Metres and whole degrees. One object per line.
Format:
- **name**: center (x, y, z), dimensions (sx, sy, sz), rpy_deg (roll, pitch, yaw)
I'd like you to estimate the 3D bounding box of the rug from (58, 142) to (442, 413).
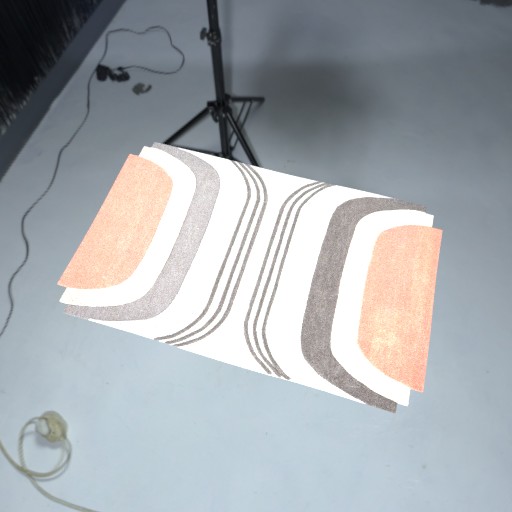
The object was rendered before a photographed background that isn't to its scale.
- **rug**: center (0.000, 0.000, 3.083), dimensions (2.446, 0.017, 1.530), rpy_deg (15, 63, 8)
